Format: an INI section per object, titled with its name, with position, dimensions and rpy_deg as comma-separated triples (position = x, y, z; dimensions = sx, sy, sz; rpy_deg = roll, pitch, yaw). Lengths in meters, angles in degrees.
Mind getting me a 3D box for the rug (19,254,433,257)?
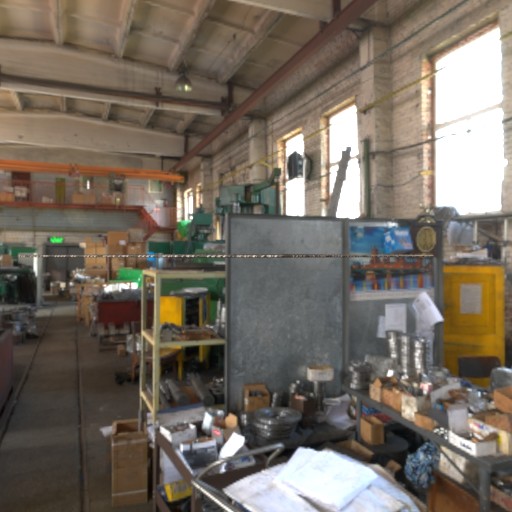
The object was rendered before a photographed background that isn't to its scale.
[rug]
position = 0.000, 0.000, 3.829
dimensions = 2.306, 0.017, 2.902
rpy_deg = 0, 0, 34
